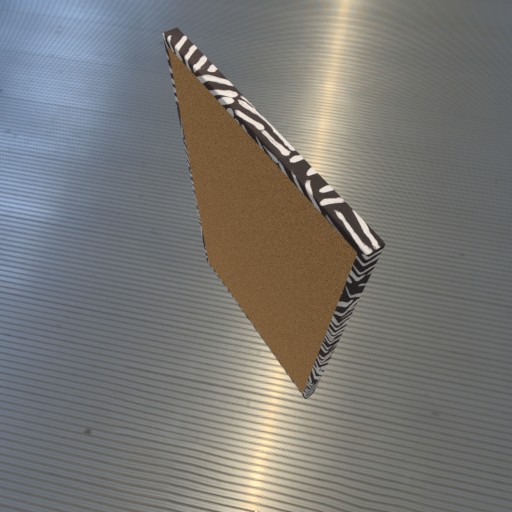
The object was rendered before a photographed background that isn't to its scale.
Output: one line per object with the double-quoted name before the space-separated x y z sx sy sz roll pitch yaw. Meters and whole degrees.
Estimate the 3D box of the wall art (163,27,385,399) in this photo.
"wall art" 0.000 0.000 1.151 0.035 0.918 0.615 -30 64 -16
